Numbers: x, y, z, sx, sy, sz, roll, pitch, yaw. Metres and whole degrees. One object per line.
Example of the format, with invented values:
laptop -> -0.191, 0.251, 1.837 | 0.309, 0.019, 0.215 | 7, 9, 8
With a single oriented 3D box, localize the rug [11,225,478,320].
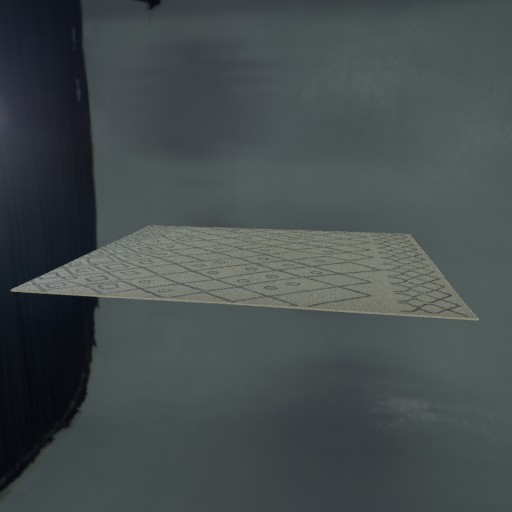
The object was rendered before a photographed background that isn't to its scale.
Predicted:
rug -> 0.000, 0.000, 3.990 | 3.046, 0.015, 2.446 | 2, 15, 9
